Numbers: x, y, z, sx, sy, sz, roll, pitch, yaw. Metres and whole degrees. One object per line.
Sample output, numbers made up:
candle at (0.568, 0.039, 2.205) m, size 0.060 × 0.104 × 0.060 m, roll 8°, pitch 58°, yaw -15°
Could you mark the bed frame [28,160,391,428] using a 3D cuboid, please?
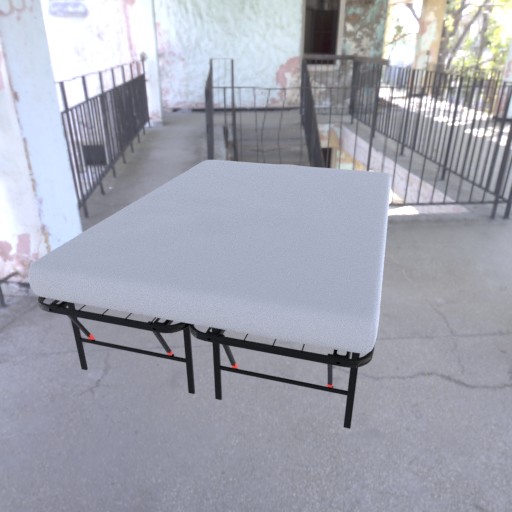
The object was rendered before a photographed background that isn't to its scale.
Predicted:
bed frame at (0.000, 0.000, 2.500) m, size 1.372 × 0.637 × 1.905 m, roll 7°, pitch 27°, yaw 15°
